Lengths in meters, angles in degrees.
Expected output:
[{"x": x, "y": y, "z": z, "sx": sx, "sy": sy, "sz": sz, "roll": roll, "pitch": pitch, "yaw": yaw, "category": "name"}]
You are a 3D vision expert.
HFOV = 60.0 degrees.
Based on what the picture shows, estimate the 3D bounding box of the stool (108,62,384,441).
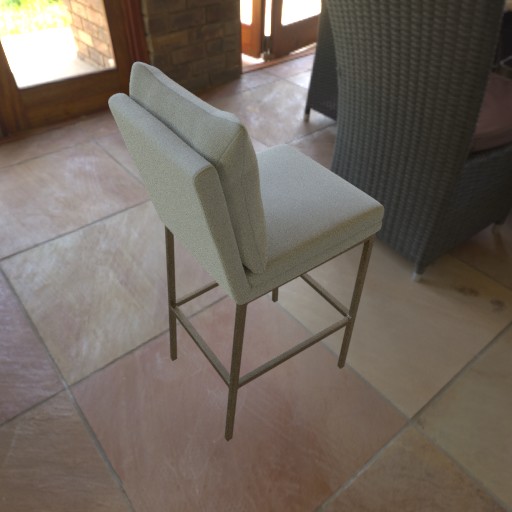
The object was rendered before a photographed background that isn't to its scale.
[{"x": 0.000, "y": 0.000, "z": 1.370, "sx": 0.572, "sy": 1.125, "sz": 0.463, "roll": -26, "pitch": 48, "yaw": -26, "category": "stool"}]
